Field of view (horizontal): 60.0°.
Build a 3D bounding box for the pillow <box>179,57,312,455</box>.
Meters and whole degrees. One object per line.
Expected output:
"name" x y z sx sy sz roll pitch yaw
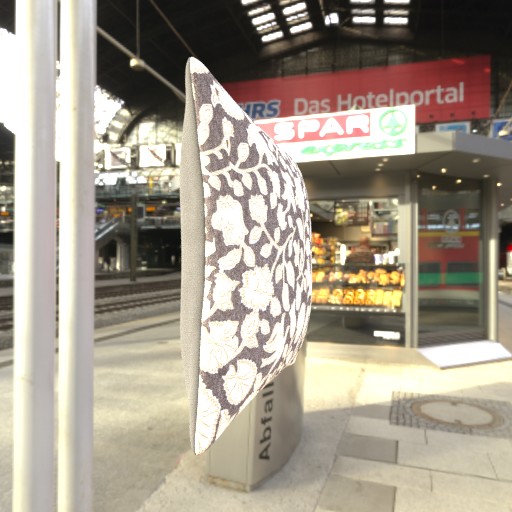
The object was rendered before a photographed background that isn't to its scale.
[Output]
"pillow" 0.000 0.000 0.806 0.166 0.507 0.526 0 -1 18
